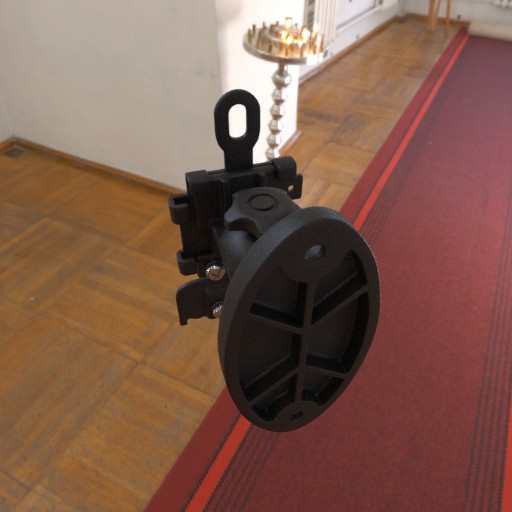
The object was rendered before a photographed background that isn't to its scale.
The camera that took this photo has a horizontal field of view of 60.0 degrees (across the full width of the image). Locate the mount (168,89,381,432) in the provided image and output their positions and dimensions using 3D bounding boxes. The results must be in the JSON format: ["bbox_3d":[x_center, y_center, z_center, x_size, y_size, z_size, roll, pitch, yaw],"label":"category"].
[{"bbox_3d":[0.000,0.000,0.178,0.066,0.118,0.100,-12,43,-13],"label":"mount"}]
